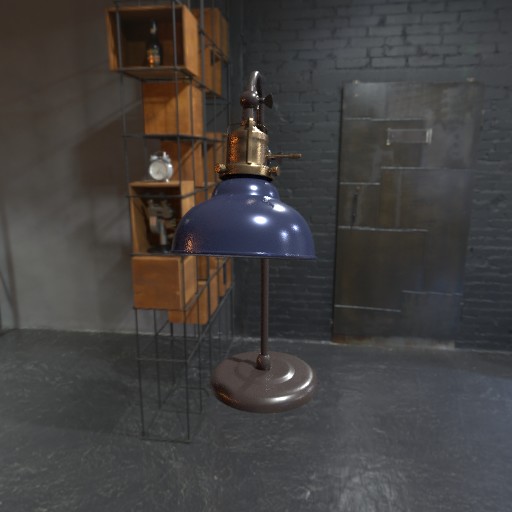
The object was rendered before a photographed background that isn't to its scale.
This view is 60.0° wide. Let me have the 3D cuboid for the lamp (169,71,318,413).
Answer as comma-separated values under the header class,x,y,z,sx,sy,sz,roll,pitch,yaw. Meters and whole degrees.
class,x,y,z,sx,sy,sz,roll,pitch,yaw
lamp,0.000,0.000,0.651,0.192,0.508,0.374,2,13,9
